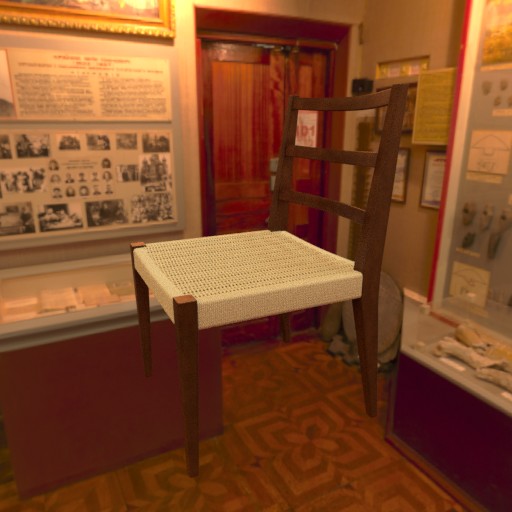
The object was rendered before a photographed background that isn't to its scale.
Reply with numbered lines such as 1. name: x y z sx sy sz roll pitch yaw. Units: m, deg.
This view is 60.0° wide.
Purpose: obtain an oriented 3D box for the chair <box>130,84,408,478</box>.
1. chair: 0.000 0.000 1.143 0.551 0.813 0.480 -8 18 -24
